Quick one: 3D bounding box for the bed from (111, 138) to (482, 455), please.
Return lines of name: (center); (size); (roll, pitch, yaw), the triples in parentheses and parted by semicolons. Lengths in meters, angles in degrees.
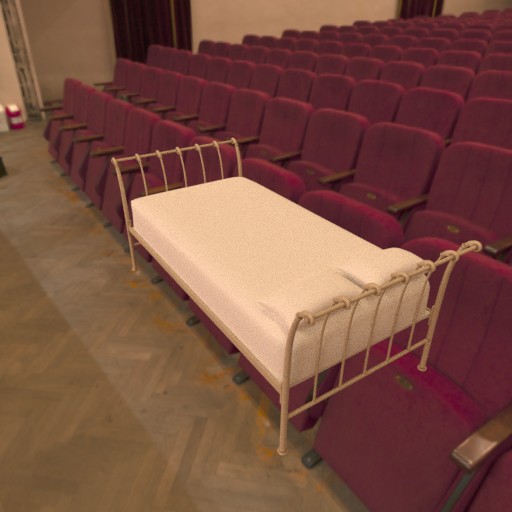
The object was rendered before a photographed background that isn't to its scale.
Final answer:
bed: (0.000, 0.000, 2.785); (1.032, 0.873, 2.228); (-18, 34, -29)
